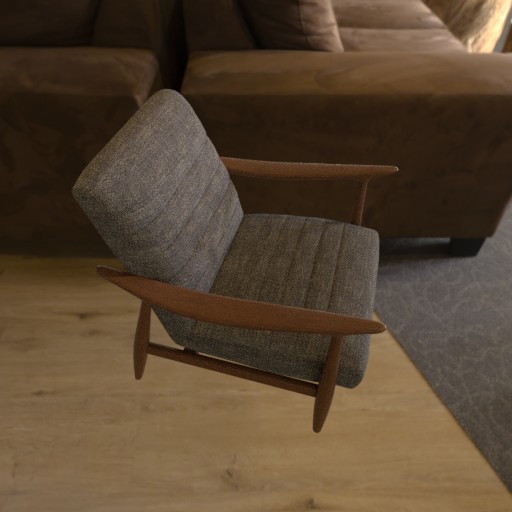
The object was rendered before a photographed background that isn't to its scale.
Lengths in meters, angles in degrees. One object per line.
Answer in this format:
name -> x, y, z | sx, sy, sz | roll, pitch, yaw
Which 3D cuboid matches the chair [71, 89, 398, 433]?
chair -> 0.000, 0.000, 1.447 | 0.798, 0.832, 0.741 | 11, 46, 11
